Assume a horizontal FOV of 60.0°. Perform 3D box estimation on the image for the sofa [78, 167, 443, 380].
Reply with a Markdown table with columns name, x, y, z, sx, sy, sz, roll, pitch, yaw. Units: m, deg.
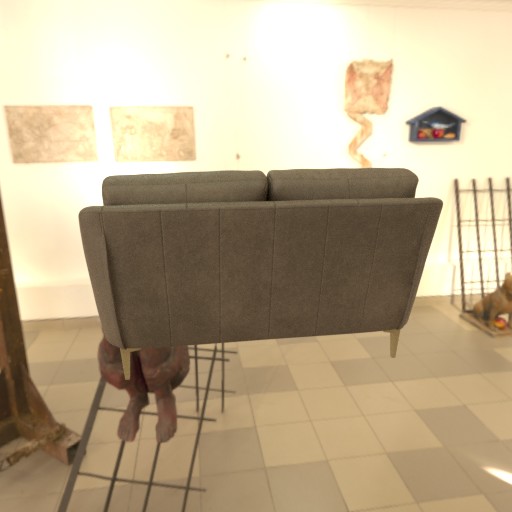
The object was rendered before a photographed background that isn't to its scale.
| name | x | y | z | sx | sy | sz | roll | pitch | yaw |
| --- | --- | --- | --- | --- | --- | --- | --- | --- | --- |
| sofa | 0.000 | 0.000 | 2.226 | 1.619 | 0.902 | 0.960 | -2 | 16 | -9 |
